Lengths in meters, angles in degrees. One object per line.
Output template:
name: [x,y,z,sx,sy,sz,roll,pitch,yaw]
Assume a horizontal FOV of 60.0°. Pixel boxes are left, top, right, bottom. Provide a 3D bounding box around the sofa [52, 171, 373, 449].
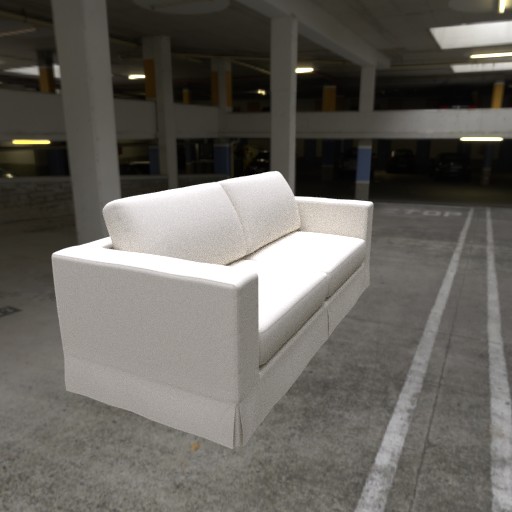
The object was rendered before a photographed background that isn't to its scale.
sofa: [0.000,0.000,2.690,0.954,0.881,2.163,8,17,26]
